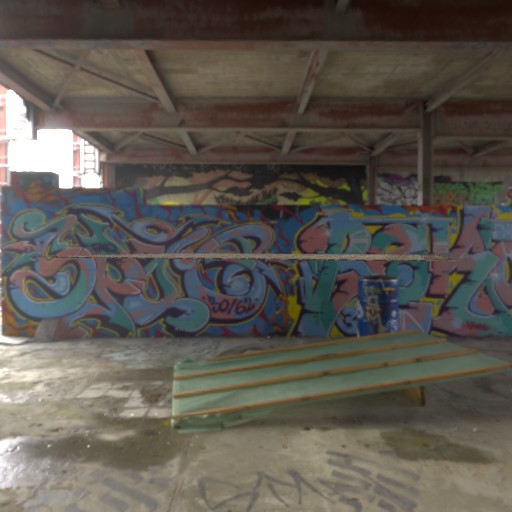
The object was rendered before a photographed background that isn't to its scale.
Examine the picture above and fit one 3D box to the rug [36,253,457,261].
[{"bbox_3d":[0.000,0.000,3.075,2.438,0.008,1.524,0,1,19],"label":"rug"}]
